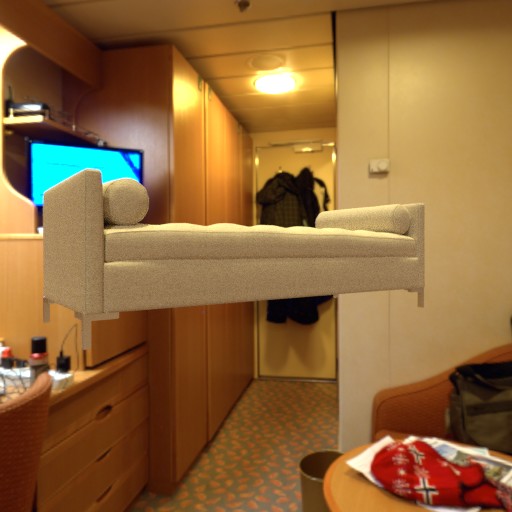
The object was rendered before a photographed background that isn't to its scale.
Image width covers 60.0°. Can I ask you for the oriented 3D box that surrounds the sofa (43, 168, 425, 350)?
[{"bbox_3d":[0.000,0.000,2.508,2.102,0.655,0.797,0,1,-36],"label":"sofa"}]
